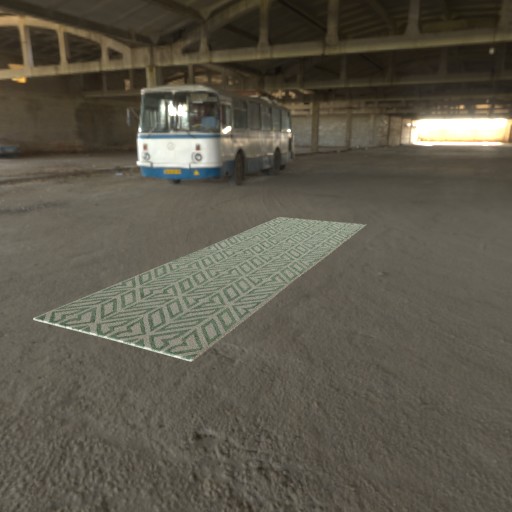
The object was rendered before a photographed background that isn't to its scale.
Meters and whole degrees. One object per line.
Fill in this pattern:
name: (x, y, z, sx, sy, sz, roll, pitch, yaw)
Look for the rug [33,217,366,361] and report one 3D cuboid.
rug: (0.000, 0.000, 2.629, 0.750, 0.009, 2.435, 8, 17, 25)
